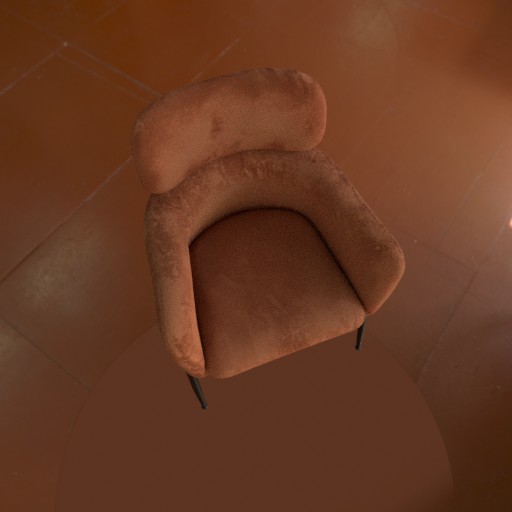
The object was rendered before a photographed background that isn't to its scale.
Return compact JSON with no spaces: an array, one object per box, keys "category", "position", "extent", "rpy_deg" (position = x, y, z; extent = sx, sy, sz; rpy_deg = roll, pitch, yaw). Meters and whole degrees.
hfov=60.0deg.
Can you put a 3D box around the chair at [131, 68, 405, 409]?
[{"category":"chair","position":[0.000,0.000,1.157],"extent":[0.561,0.772,0.523],"rpy_deg":[-18,65,-9]}]
